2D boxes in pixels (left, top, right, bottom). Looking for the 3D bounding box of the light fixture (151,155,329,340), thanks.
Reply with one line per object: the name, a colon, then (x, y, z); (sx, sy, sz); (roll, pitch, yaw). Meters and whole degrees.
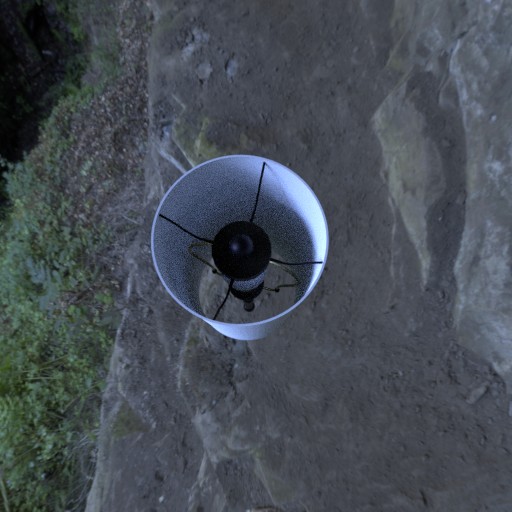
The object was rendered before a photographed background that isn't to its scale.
light fixture: (0.000, 0.000, 0.553); (0.128, 0.462, 0.208); (16, 78, 4)
